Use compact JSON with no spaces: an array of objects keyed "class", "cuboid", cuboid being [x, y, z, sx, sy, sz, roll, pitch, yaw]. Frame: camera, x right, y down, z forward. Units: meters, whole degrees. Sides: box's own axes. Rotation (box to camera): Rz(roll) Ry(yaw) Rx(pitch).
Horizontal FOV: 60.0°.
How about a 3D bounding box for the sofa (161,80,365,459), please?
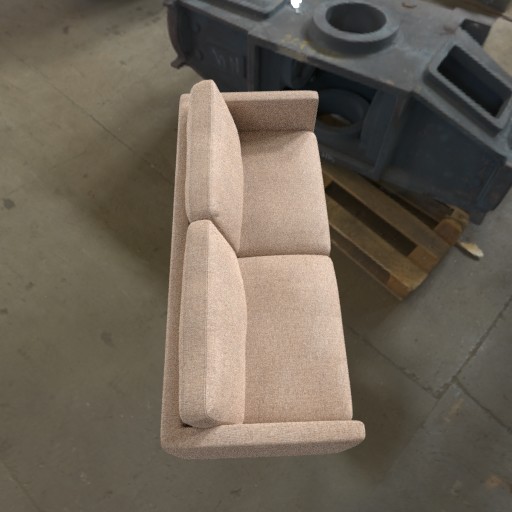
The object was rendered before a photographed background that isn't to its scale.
[{"class":"sofa","cuboid":[0.000,0.000,2.702,0.951,0.965,2.208,-2,63,-1]}]
